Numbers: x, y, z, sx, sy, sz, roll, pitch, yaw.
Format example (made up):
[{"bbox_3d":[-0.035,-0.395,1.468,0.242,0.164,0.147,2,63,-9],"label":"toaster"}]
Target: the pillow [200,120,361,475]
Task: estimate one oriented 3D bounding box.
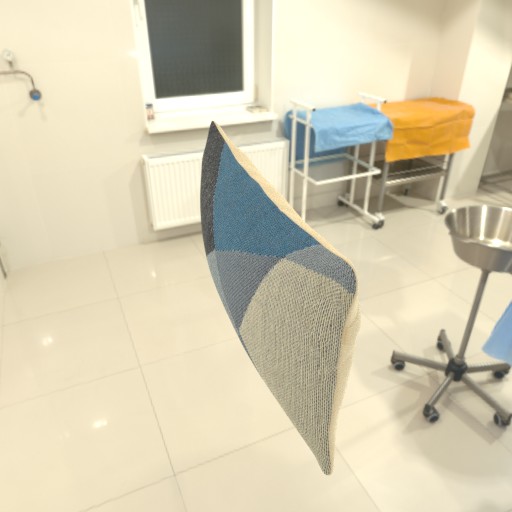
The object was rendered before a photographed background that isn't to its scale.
[{"bbox_3d":[0.000,0.000,0.723,0.148,0.307,0.604,-9,32,-15],"label":"pillow"}]
